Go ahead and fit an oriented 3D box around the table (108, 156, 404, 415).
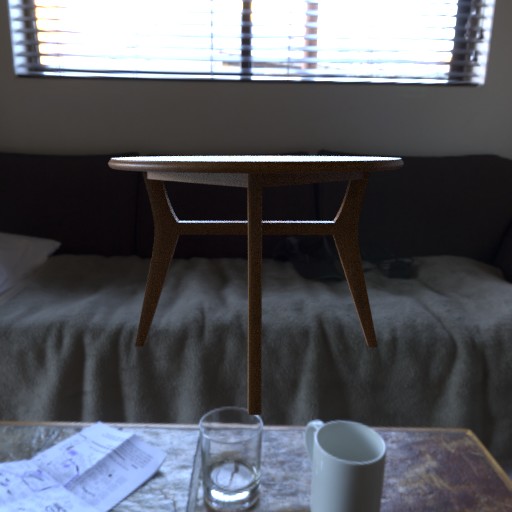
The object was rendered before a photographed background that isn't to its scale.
[{"bbox_3d":[0.000,0.000,1.749,1.055,0.757,1.055,0,13,0],"label":"table"}]
